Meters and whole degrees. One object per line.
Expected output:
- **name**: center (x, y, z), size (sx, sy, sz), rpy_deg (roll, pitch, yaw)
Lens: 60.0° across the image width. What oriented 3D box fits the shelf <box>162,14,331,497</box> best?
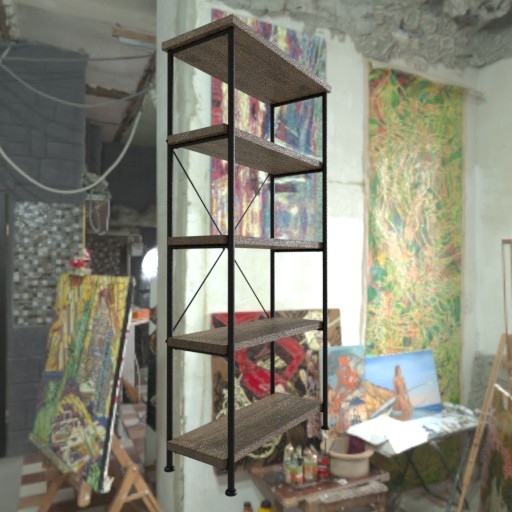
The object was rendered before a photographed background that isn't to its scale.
- **shelf**: center (0.000, 0.000, 1.984), size (0.360, 1.700, 0.800), rpy_deg (0, -1, 35)
